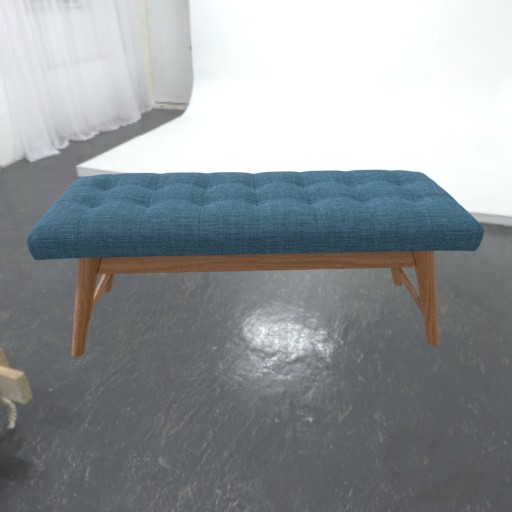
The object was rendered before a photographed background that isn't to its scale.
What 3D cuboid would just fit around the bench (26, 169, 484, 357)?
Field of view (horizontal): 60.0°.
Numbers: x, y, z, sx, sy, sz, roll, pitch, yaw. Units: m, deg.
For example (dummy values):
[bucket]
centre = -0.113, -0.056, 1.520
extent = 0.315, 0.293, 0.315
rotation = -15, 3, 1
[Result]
[bench]
centre = 0.000, 0.000, 1.326
extent = 1.118, 0.432, 0.406
rotation = -1, 30, -2
